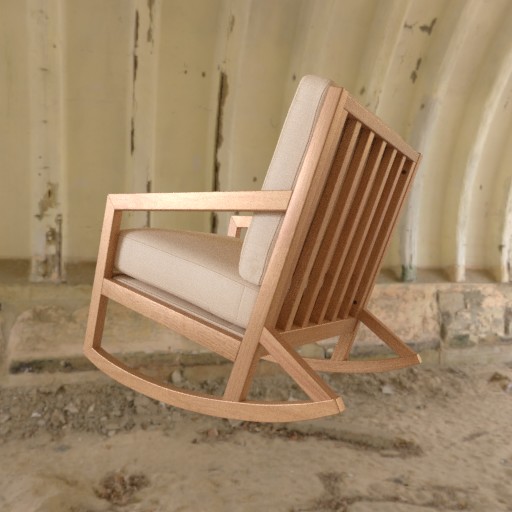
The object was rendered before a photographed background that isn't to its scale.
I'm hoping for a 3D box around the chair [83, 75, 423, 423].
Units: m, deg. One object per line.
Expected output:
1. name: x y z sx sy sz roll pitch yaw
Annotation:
1. chair: 0.000 0.000 1.378 0.857 0.790 0.622 -2 -3 35
